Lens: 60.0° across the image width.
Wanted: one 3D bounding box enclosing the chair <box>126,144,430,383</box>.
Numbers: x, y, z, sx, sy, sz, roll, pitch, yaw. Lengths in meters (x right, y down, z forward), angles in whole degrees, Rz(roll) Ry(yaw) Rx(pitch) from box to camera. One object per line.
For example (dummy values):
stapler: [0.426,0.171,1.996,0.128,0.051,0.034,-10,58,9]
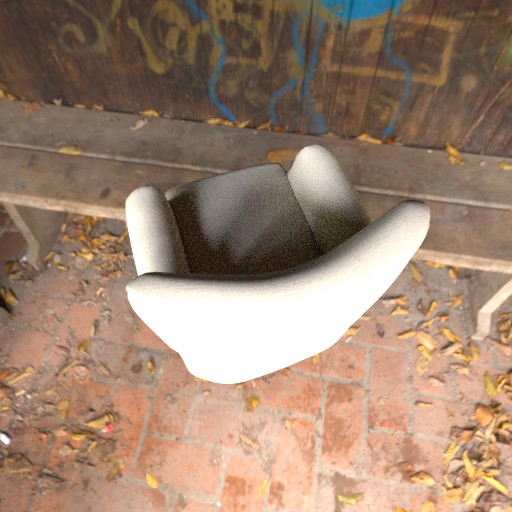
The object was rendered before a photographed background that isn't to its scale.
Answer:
chair: [0.000,0.000,1.666,0.861,0.936,0.921,-16,59,-10]
